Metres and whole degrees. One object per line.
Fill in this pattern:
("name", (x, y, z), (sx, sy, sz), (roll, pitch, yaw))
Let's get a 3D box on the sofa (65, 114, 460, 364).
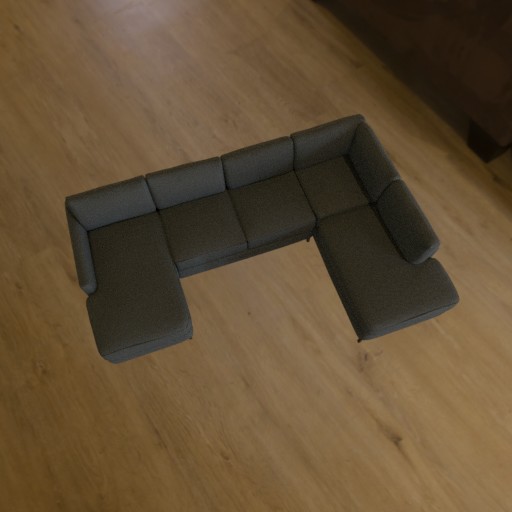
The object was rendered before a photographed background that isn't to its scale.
("sofa", (0.000, 0.000, 3.912), (2.975, 0.858, 1.984), (-17, 65, -8))
